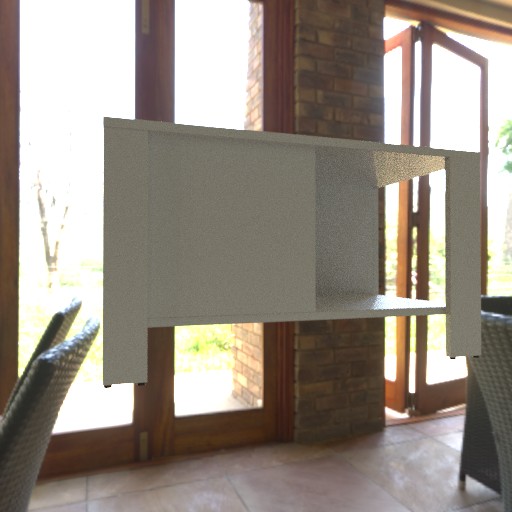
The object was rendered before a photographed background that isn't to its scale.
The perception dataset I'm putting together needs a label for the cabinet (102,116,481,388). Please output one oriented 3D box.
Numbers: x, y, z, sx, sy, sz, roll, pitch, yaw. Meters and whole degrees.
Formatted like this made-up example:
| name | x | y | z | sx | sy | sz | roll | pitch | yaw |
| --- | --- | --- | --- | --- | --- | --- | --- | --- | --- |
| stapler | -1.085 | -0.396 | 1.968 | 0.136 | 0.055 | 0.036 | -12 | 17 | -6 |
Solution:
| name | x | y | z | sx | sy | sz | roll | pitch | yaw |
| --- | --- | --- | --- | --- | --- | --- | --- | --- | --- |
| cabinet | 0.000 | 0.000 | 1.248 | 0.800 | 0.460 | 0.800 | 0 | -1 | -18 |
